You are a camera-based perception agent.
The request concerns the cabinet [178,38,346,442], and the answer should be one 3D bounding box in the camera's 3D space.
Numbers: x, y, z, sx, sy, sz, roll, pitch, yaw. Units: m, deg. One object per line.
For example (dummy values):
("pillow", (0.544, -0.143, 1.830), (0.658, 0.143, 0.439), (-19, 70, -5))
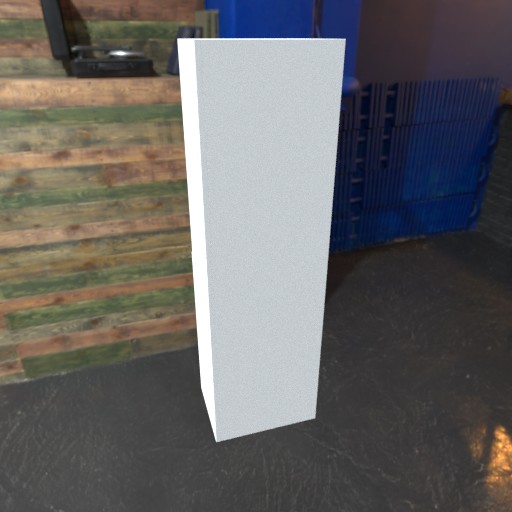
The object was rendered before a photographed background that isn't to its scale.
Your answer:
("cabinet", (0.000, 0.000, 1.535), (0.400, 1.350, 0.300), (-8, 27, -15))
